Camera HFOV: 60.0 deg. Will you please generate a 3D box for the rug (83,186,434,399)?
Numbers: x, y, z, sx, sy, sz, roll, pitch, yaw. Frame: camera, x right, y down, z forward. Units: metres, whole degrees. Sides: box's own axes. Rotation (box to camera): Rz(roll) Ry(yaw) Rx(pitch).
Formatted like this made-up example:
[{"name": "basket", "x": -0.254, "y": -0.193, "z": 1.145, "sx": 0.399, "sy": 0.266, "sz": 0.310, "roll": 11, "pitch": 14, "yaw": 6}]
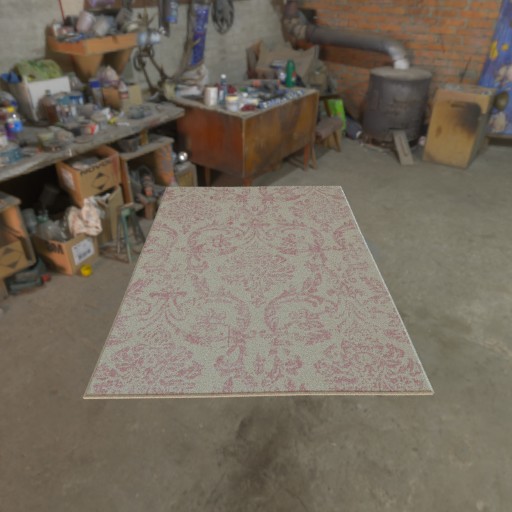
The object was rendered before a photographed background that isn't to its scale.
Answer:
[{"name": "rug", "x": 0.000, "y": 0.000, "z": 2.313, "sx": 1.219, "sy": 0.012, "sz": 1.839, "roll": 0, "pitch": 32, "yaw": -1}]
